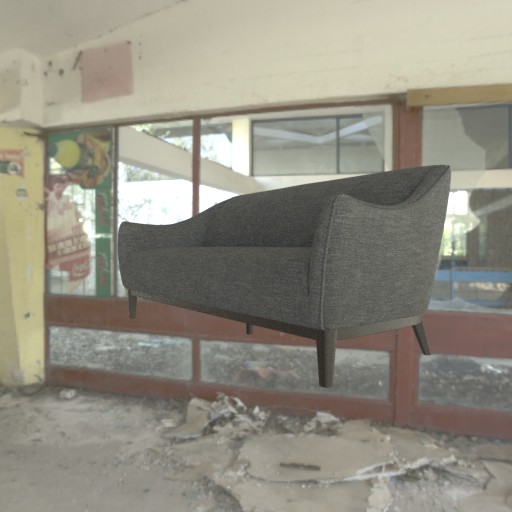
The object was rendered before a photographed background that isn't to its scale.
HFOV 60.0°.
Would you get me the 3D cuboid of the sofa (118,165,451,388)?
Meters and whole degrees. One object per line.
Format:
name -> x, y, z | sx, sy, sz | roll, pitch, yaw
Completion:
sofa -> 0.000, 0.000, 2.375 | 0.867, 0.829, 1.928 | -1, 2, -37
